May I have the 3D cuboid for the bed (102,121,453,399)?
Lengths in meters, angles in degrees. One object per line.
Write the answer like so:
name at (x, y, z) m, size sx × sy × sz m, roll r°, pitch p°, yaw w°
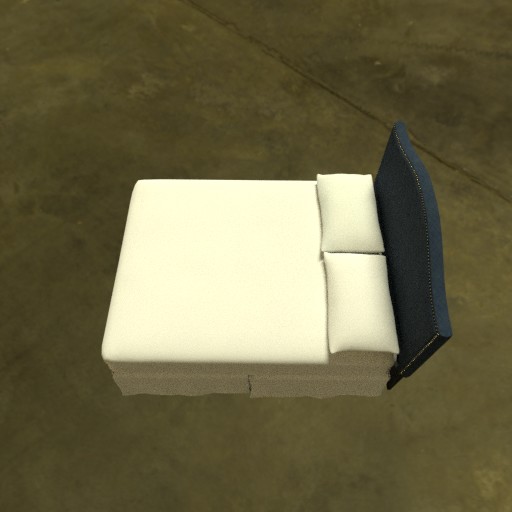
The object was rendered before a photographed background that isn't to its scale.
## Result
bed at (0.000, 0.000, 3.273) m, size 2.153 × 1.518 × 1.713 m, roll 1°, pitch 59°, yaw 0°
